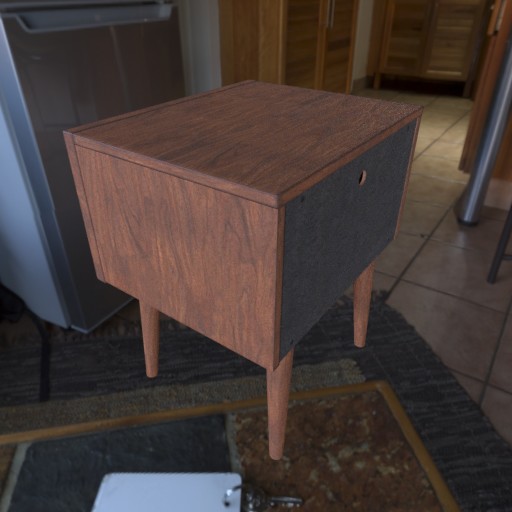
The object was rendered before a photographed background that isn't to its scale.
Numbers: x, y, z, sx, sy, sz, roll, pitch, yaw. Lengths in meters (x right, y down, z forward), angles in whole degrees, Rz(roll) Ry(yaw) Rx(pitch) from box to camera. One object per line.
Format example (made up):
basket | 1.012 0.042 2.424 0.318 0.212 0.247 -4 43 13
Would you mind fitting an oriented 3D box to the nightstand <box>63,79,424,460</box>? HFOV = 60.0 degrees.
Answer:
nightstand | 0.000 0.000 0.976 0.445 0.607 0.521 22 38 30
